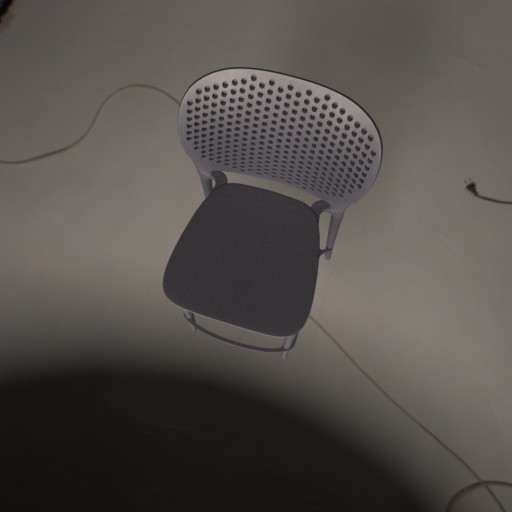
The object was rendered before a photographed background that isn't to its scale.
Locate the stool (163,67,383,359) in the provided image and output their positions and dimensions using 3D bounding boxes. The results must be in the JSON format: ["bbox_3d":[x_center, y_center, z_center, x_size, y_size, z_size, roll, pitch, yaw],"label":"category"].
[{"bbox_3d":[0.000,0.000,1.364,0.536,1.045,0.535,17,76,4],"label":"stool"}]
